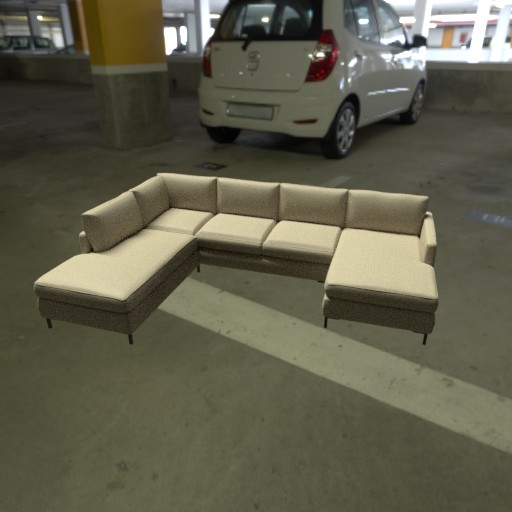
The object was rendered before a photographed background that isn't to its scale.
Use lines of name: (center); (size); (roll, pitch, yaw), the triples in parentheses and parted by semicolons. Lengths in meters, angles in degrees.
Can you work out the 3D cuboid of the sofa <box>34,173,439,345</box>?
sofa: (0.000, 0.000, 3.544); (2.737, 0.756, 1.879); (8, 27, 16)
